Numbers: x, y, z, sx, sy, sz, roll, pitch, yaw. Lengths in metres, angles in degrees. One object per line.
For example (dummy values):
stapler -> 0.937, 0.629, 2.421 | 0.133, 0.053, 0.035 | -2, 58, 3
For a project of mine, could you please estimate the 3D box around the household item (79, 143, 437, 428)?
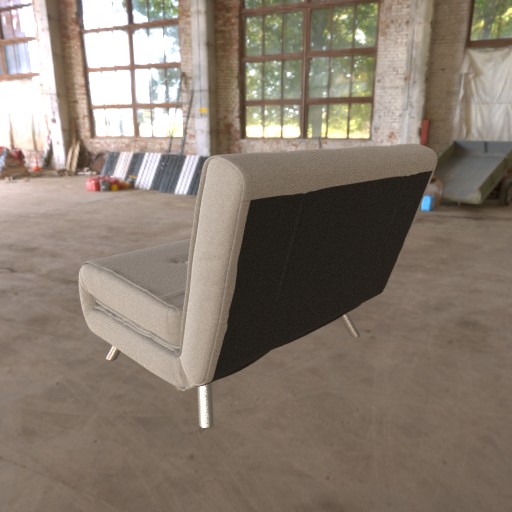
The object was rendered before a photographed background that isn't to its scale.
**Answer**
household item -> 0.000, 0.000, 1.635 | 0.874, 0.800, 1.000 | 15, 22, 42
